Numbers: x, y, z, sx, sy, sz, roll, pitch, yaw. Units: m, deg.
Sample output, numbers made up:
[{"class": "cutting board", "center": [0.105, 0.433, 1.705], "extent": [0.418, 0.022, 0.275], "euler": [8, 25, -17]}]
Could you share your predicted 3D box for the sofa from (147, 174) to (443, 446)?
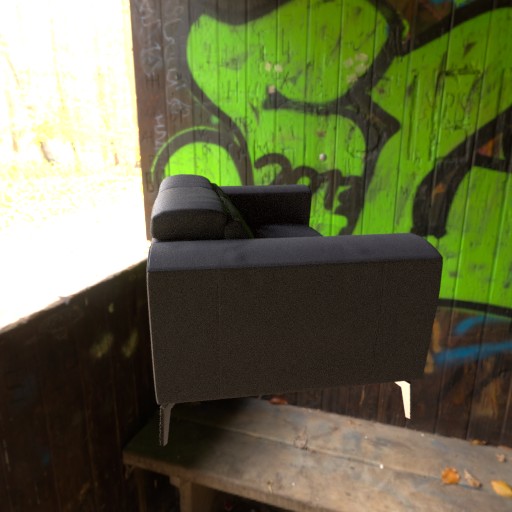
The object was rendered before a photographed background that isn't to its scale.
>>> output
[{"class": "sofa", "center": [0.000, 0.000, 2.352], "extent": [1.003, 0.779, 1.895], "euler": [-3, 16, -9]}]
